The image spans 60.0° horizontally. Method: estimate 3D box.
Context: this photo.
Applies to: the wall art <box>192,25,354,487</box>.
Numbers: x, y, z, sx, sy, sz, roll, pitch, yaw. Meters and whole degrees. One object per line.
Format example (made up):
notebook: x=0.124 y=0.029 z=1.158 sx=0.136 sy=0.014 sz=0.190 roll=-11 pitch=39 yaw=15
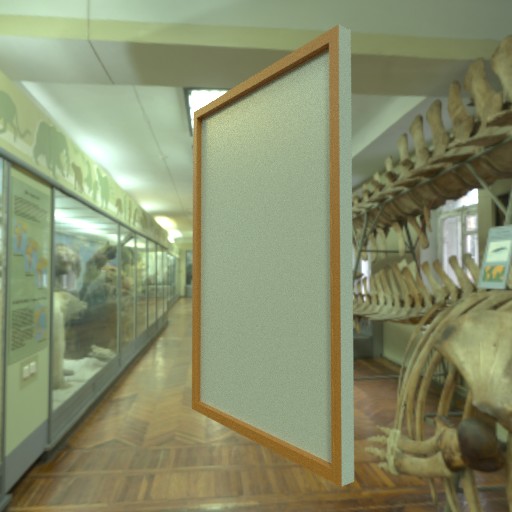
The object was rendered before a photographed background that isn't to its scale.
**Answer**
wall art: x=0.000 y=0.000 z=0.751 sx=0.025 sy=0.608 sz=0.405 roll=1 pitch=-2 yaw=-36
